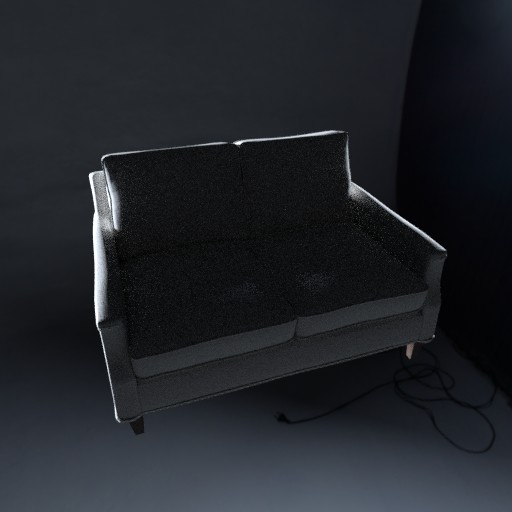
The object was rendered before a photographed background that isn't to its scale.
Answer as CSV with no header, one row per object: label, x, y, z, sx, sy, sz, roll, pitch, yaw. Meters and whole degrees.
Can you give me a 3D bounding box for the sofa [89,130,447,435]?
sofa,0.000,0.000,2.301,1.597,1.003,1.084,-10,34,-16
